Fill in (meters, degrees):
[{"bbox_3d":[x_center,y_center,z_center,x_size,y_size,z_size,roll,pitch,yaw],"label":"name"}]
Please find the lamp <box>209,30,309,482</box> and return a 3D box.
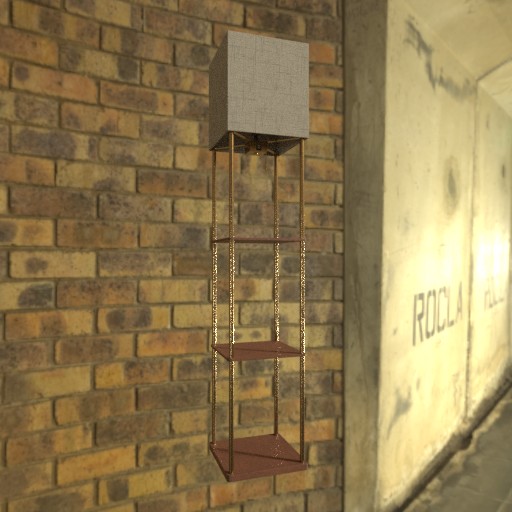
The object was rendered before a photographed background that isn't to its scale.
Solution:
[{"bbox_3d":[0.000,0.000,1.729,0.310,1.569,0.308,0,-1,-18],"label":"lamp"}]
